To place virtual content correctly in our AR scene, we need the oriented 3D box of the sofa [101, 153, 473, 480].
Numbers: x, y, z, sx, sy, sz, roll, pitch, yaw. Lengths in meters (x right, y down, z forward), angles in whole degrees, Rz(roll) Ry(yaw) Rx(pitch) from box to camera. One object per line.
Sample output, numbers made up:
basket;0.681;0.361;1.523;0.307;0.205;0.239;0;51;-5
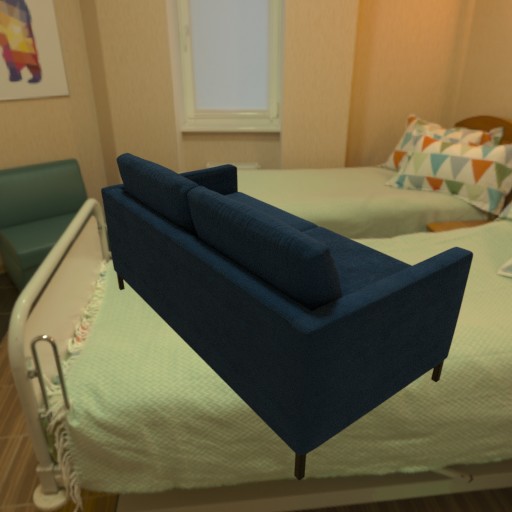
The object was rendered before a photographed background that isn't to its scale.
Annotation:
sofa;0.000;0.000;2.122;0.875;0.817;1.676;-18;31;-33
